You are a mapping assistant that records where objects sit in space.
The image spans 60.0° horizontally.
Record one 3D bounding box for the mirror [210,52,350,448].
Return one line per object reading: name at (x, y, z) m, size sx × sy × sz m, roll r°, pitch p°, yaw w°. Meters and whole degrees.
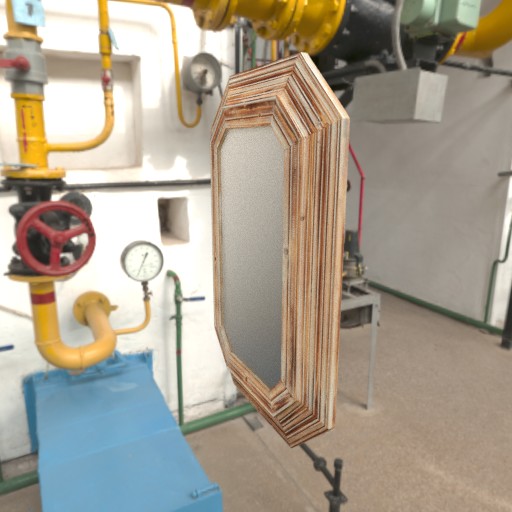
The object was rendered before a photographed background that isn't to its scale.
mirror at (0.000, 0.000, 1.267) m, size 0.061 × 1.015 × 0.709 m, roll -7°, pitch 15°, yaw -26°
